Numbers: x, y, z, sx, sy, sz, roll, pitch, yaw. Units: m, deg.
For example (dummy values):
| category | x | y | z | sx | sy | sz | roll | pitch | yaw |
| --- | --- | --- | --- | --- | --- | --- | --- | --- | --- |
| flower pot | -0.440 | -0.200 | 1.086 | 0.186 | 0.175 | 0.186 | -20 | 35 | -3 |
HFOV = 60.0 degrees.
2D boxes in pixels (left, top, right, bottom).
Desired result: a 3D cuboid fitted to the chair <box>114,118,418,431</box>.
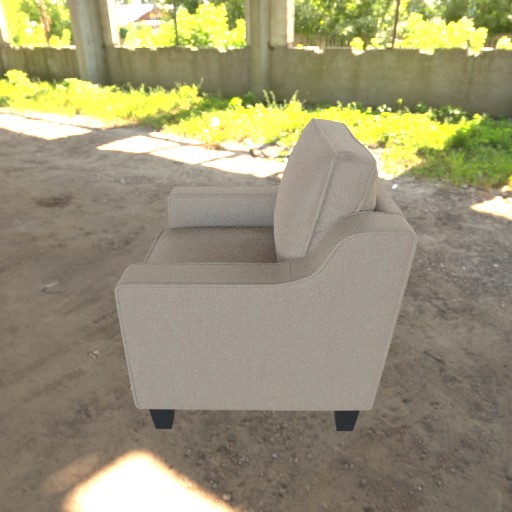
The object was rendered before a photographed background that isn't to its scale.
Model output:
| category | x | y | z | sx | sy | sz | roll | pitch | yaw |
| --- | --- | --- | --- | --- | --- | --- | --- | --- | --- |
| chair | 0.000 | 0.000 | 1.713 | 0.882 | 0.948 | 0.922 | 0 | 26 | 1 |
